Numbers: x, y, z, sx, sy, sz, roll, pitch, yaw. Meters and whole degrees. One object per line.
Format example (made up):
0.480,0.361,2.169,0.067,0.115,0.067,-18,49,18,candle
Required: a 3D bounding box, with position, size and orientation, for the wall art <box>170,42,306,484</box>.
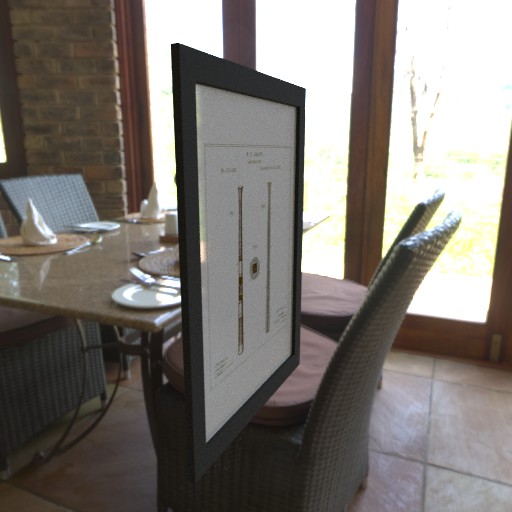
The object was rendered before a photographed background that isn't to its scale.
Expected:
0.000,0.000,0.678,0.012,0.529,0.374,6,15,26,wall art
